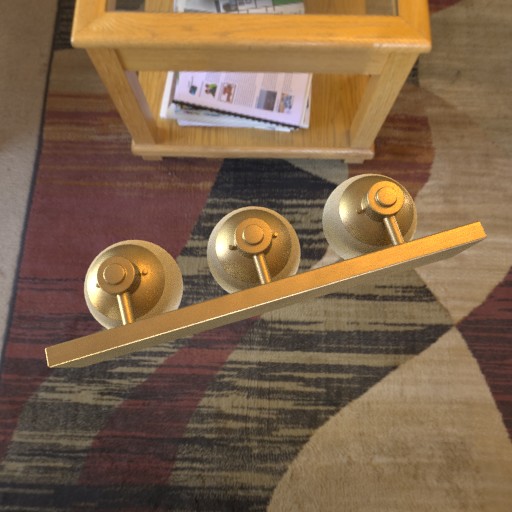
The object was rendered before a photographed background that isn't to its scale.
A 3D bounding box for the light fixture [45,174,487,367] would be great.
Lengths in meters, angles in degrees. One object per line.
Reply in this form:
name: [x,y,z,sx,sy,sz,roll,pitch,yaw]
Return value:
light fixture: [0.000,0.000,0.847,0.721,0.263,0.218,-16,77,-4]
